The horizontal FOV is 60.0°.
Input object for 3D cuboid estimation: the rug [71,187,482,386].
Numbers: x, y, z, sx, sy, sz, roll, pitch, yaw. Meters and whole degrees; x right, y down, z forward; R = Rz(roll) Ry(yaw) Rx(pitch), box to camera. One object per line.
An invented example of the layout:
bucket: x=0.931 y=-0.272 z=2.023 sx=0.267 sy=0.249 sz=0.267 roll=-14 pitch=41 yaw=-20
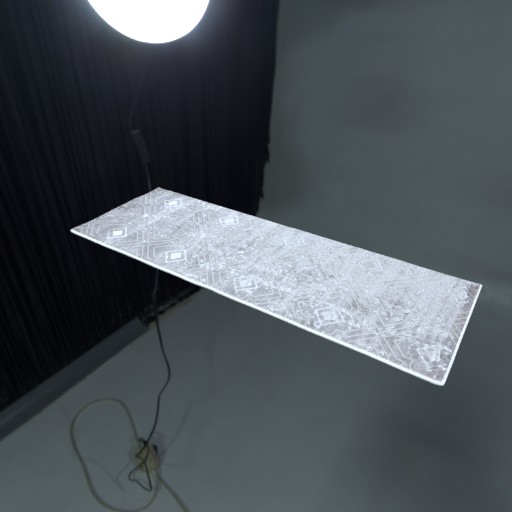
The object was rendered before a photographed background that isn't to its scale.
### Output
rug: x=0.000 y=0.000 z=2.657 sx=2.381 sy=0.035 sz=0.832 roll=19 pitch=37 yaw=28
